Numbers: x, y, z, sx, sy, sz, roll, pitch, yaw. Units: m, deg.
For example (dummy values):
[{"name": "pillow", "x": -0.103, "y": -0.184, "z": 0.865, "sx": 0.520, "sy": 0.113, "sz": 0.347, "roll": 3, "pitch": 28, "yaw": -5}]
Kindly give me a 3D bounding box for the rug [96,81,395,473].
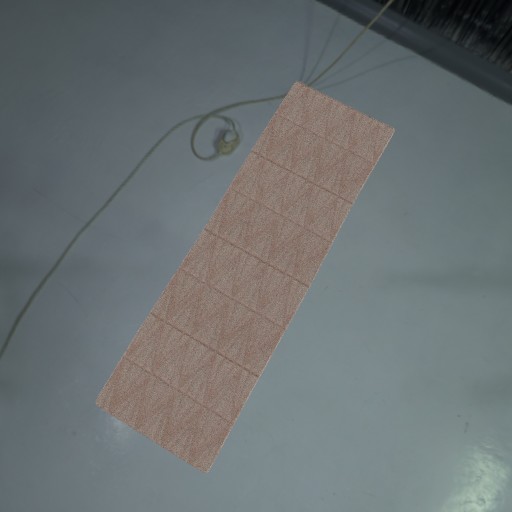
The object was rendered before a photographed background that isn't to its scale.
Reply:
[{"name": "rug", "x": 0.000, "y": 0.000, "z": 2.746, "sx": 0.760, "sy": 0.015, "sz": 2.435, "roll": 29, "pitch": 78, "yaw": 7}]
